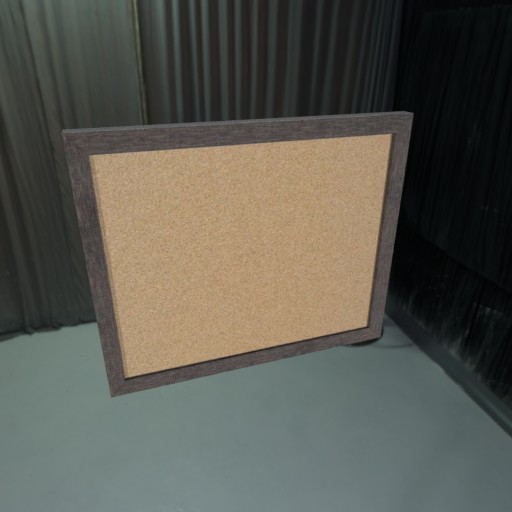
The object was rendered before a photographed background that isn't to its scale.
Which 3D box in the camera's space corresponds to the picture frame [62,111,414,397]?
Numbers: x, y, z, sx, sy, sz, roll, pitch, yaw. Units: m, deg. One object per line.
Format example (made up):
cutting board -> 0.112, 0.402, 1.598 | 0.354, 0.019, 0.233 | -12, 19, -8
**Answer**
picture frame -> 0.000, 0.000, 0.769 | 0.546, 0.455, 0.026 | -8, 27, -17
